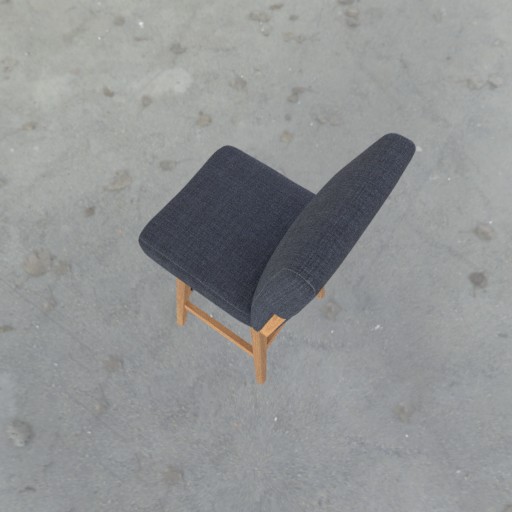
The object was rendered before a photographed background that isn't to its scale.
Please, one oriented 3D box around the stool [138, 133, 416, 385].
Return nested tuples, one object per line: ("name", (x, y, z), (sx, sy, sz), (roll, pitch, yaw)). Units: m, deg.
("stool", (0.000, 0.000, 1.426), (0.570, 1.112, 0.483), (33, 69, 15))
